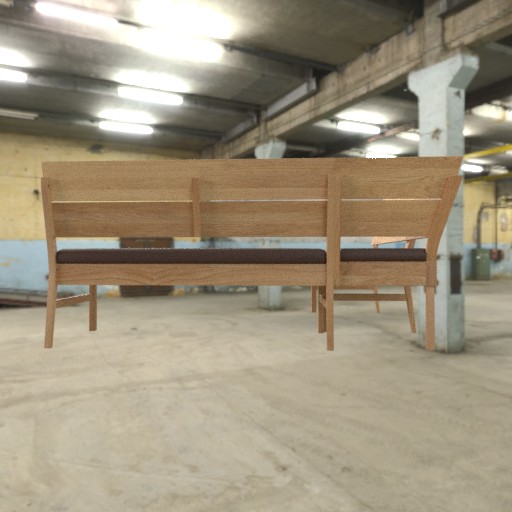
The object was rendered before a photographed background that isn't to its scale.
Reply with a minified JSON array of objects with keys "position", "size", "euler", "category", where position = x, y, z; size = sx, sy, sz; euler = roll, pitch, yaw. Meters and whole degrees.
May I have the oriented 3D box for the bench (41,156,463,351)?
[{"position":[0.000,0.000,2.793],"size":[1.975,0.890,1.549],"euler":[0,0,2],"category":"bench"}]
